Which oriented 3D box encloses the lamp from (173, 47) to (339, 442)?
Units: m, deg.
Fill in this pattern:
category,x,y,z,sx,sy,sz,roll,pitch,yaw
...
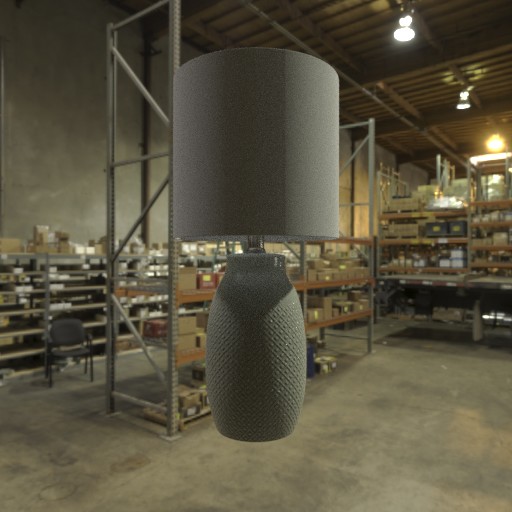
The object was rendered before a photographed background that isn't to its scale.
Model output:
category,x,y,z,sx,sy,sz,roll,pitch,yaw
lamp,0.000,0.000,0.589,0.217,0.453,0.217,0,0,37
